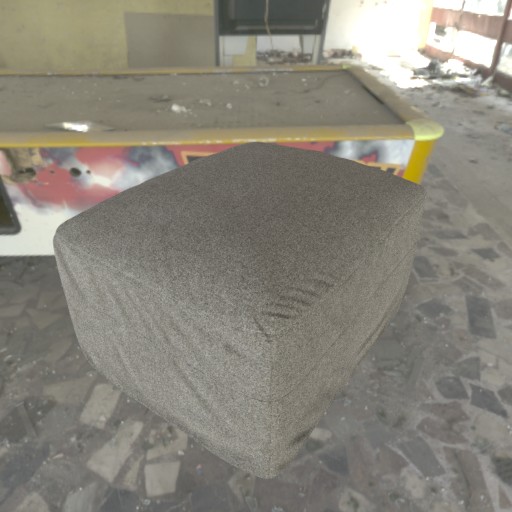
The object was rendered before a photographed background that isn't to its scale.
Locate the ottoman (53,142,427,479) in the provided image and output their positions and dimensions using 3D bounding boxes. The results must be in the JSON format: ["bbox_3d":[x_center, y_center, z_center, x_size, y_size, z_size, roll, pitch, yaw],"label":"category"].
[{"bbox_3d":[0.000,0.000,1.232,0.683,0.481,0.837,21,38,30],"label":"ottoman"}]
